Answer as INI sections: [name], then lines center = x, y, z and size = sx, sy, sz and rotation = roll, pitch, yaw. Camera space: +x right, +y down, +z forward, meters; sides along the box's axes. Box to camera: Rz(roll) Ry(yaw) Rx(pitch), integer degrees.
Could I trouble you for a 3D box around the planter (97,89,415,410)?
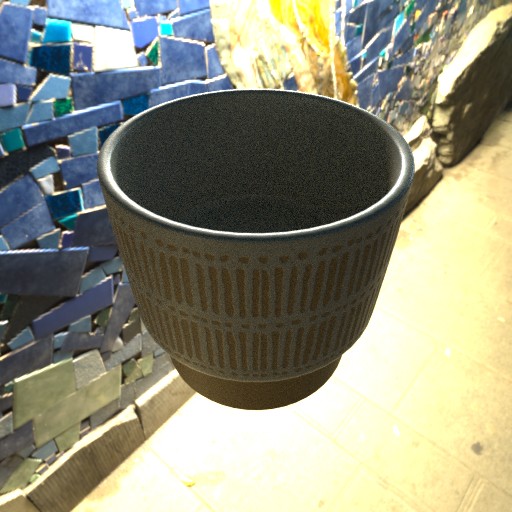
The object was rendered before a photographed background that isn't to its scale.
[planter]
center = 0.000, 0.000, 0.553
size = 0.317, 0.303, 0.317
rotation = 0, 41, 0
